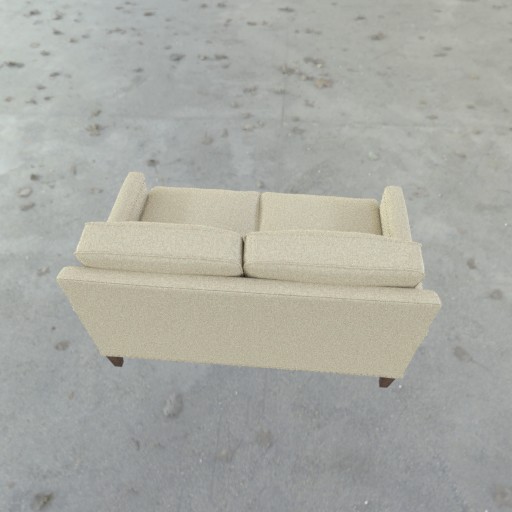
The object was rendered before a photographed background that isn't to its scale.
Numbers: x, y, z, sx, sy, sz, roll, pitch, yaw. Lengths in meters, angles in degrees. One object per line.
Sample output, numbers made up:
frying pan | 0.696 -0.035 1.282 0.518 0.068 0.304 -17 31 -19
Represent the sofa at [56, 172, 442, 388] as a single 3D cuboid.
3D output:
sofa | 0.000 0.000 2.322 1.597 1.003 1.084 4 47 3
